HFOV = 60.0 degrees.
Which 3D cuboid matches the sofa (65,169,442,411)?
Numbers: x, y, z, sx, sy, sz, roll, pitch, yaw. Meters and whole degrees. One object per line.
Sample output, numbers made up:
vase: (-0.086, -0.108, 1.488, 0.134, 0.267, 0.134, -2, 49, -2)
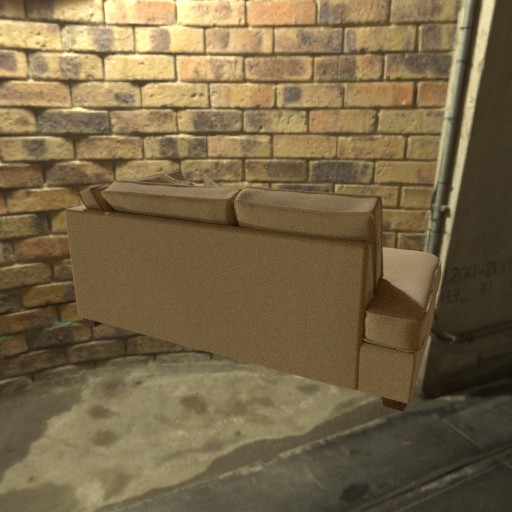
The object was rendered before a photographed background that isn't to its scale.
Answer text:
sofa: (0.000, 0.000, 2.919, 2.237, 1.033, 1.110, 9, 19, 26)
